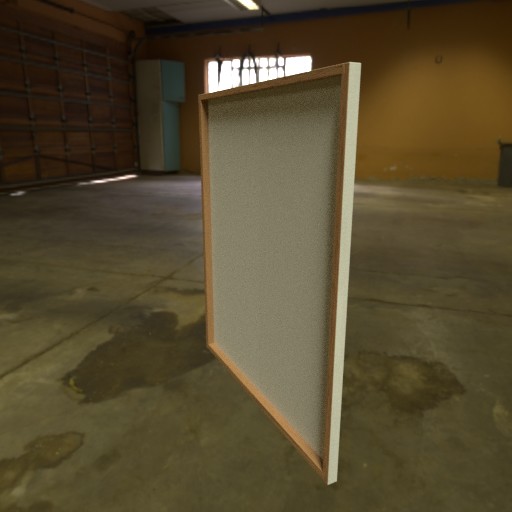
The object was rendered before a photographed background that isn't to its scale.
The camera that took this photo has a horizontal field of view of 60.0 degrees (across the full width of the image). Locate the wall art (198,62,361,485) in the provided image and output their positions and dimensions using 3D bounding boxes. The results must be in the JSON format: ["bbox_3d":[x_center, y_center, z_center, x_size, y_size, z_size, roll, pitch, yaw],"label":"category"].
[{"bbox_3d":[0.000,0.000,0.975,0.021,0.710,0.609,-8,17,-26],"label":"wall art"}]
